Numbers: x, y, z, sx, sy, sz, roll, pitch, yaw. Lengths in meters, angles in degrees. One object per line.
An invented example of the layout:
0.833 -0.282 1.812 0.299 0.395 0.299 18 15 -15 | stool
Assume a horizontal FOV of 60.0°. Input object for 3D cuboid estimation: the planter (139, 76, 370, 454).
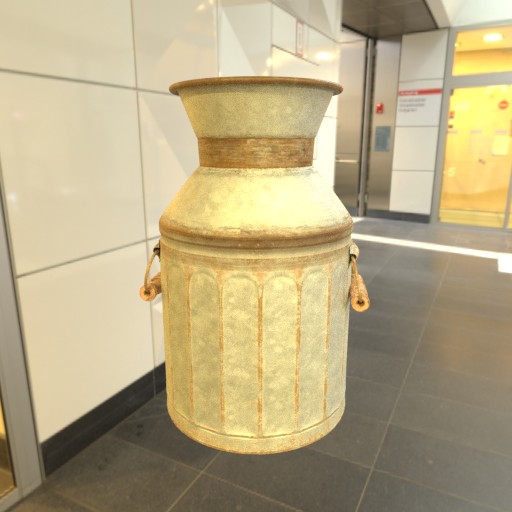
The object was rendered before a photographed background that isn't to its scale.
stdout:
0.000 0.000 0.501 0.248 0.358 0.215 2 15 8 | planter
